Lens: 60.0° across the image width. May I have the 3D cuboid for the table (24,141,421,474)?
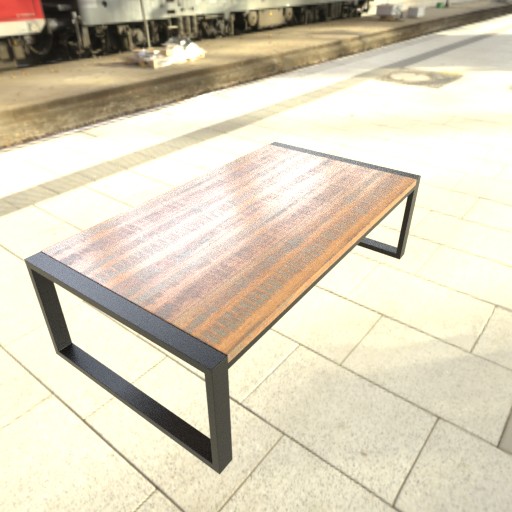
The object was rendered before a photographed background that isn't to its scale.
[{"bbox_3d":[0.000,0.000,1.718,0.750,0.400,1.350,22,39,30],"label":"table"}]
